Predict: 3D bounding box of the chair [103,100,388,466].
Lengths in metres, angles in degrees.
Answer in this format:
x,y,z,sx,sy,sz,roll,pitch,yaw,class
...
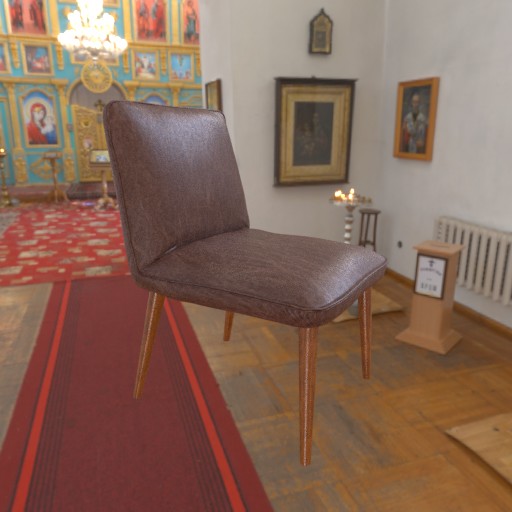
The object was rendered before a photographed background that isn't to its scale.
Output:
x,y,z,sx,sy,sz,roll,pitch,yaw,class
0.000,0.000,1.210,0.645,0.803,0.543,7,16,26,chair
